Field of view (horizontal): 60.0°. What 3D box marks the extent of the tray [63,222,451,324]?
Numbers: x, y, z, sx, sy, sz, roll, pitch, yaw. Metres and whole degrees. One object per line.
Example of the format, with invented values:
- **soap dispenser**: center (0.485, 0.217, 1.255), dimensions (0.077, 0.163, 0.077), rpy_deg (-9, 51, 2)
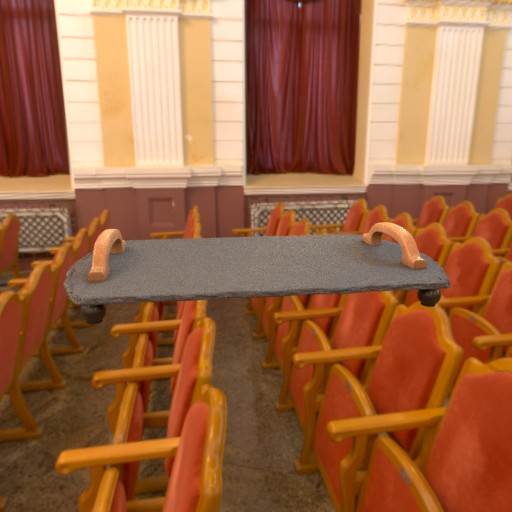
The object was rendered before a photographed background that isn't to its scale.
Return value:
- **tray**: center (0.000, 0.000, 0.483), dimensions (0.387, 0.062, 0.231), rpy_deg (-2, 14, -8)
